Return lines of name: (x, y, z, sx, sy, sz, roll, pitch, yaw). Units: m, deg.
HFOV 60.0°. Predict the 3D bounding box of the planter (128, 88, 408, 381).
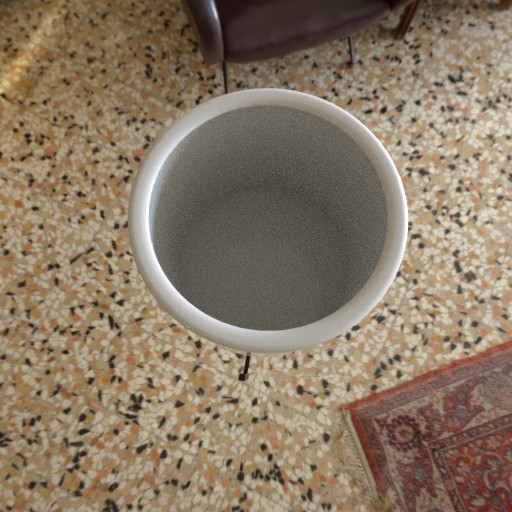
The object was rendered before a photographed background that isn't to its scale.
planter: (0.000, 0.000, 0.649, 0.308, 0.431, 0.307, 35, 78, 9)
